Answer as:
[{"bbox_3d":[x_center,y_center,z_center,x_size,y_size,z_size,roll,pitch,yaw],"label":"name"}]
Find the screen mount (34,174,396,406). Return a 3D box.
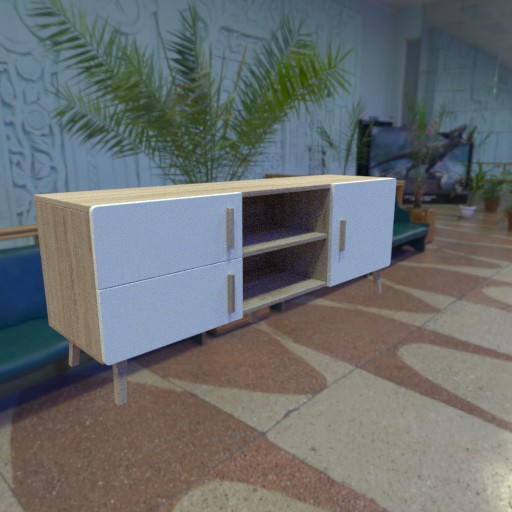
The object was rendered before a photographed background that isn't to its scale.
[{"bbox_3d":[0.000,0.000,1.791,1.500,0.570,0.420,-13,19,-43],"label":"screen mount"}]
